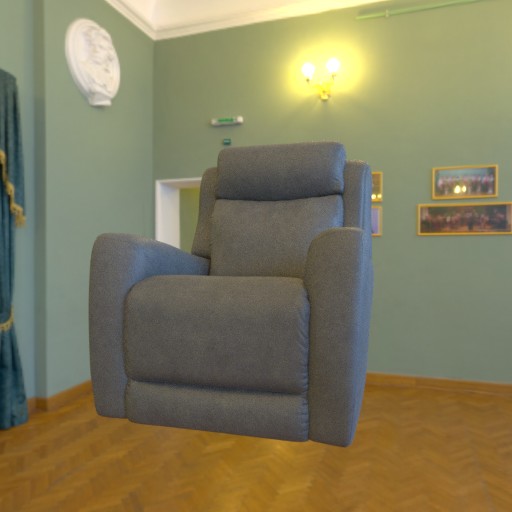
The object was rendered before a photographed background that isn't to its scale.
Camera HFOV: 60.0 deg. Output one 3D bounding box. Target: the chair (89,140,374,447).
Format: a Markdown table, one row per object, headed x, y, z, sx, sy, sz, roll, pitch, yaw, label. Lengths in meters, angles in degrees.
| x | y | z | sx | sy | sz | roll | pitch | yaw | label |
| --- | --- | --- | --- | --- | --- | --- | --- | --- | --- |
| 0.000 | 0.000 | 1.869 | 0.967 | 1.116 | 1.068 | 0 | 1 | 17 | chair |
